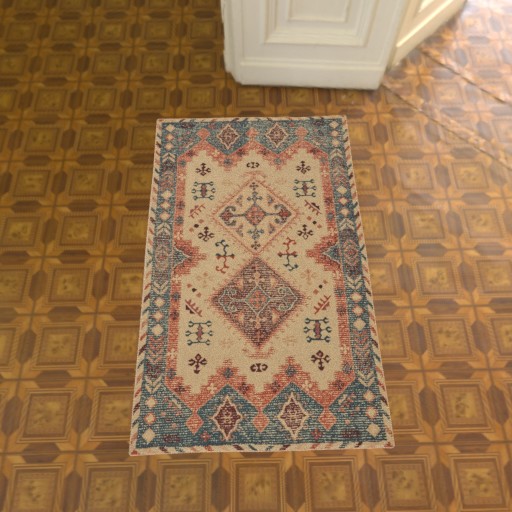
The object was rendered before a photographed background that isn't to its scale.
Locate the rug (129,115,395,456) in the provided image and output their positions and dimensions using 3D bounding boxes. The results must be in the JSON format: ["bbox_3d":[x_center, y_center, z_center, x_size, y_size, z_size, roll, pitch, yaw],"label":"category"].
[{"bbox_3d":[0.000,0.000,3.042,1.521,0.023,2.464,-1,65,-1],"label":"rug"}]
